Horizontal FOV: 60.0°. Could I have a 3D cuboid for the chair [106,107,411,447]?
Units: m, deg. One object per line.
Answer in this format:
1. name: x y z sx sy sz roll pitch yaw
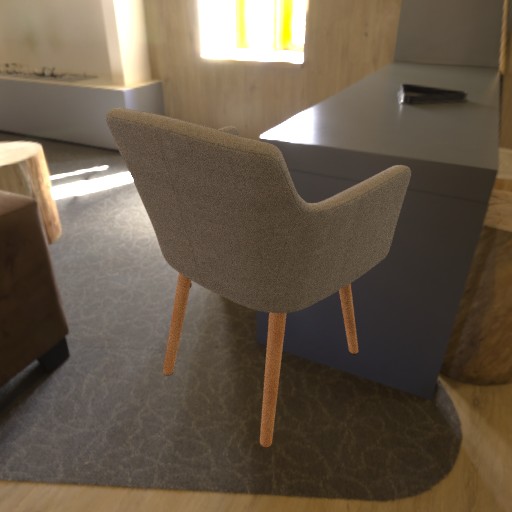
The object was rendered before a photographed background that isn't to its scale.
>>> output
1. chair: 0.000 0.000 1.144 0.570 0.780 0.540 24 38 34
